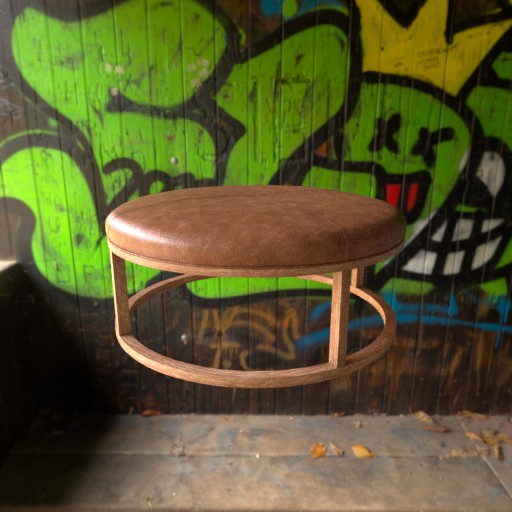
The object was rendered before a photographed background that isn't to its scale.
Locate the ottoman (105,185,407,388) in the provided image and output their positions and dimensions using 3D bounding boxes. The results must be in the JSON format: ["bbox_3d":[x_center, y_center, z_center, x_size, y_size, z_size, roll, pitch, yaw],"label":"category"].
[{"bbox_3d":[0.000,0.000,1.587,1.006,0.445,1.006,0,16,0],"label":"ottoman"}]
